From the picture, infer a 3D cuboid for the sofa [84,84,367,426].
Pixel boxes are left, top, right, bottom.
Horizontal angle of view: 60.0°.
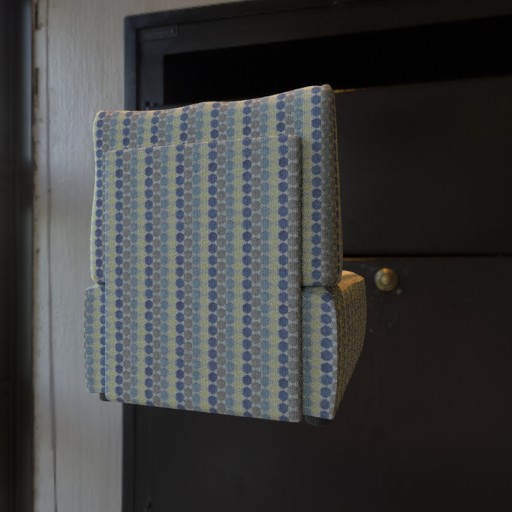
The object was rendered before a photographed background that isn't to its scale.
[{"bbox_3d":[0.000,0.000,1.579,0.700,0.820,1.000,0,-1,18],"label":"sofa"}]
